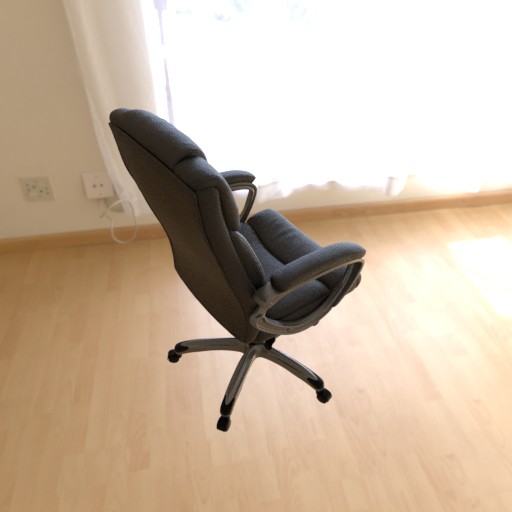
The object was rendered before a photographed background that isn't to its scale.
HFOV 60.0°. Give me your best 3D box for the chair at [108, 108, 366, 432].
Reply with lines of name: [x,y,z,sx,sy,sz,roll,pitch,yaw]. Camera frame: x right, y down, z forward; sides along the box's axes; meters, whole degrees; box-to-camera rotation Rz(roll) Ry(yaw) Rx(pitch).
chair: [0.000,0.000,1.590,0.719,1.130,0.721,-24,45,-27]
